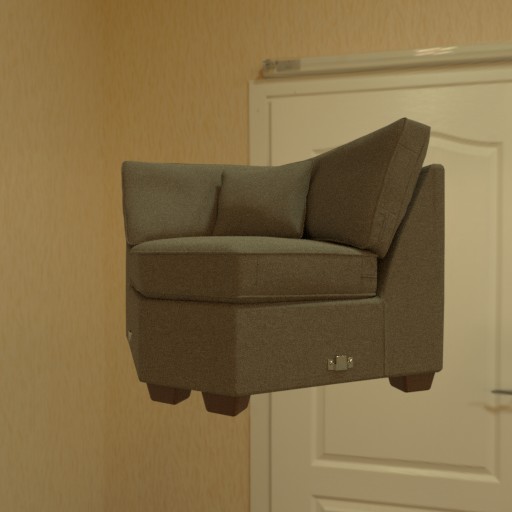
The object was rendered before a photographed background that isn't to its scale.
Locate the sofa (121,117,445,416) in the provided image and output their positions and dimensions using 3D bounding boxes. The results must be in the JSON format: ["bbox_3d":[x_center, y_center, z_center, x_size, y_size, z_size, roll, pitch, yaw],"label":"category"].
[{"bbox_3d":[0.000,0.000,1.837,1.050,0.951,1.042,0,1,-18],"label":"sofa"}]
